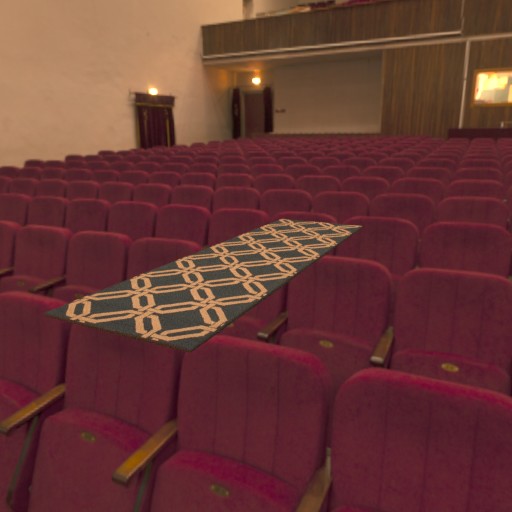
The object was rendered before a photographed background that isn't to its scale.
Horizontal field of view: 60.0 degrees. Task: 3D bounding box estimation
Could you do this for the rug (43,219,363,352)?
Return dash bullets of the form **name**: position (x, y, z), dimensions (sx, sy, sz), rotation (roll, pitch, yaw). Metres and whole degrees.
- **rug**: position (0.000, 0.000, 2.522), dimensions (0.678, 0.014, 2.276), rotation (7, 17, 26)
